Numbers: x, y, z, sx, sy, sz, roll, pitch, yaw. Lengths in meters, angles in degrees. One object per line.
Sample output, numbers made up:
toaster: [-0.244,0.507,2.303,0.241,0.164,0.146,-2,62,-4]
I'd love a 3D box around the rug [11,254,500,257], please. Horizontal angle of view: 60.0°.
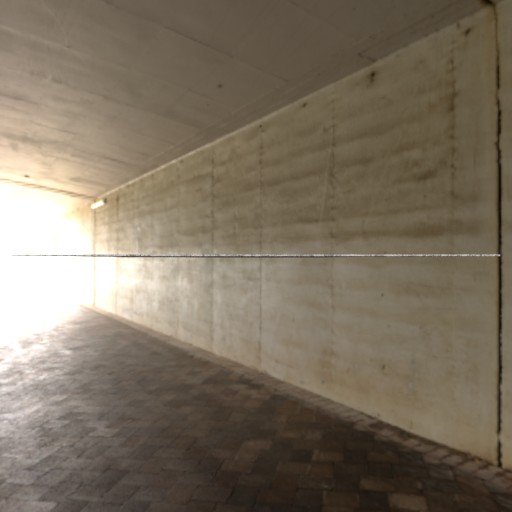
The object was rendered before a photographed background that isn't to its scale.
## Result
rug: [0.000,0.000,3.963,3.054,0.030,2.430,0,0,0]
